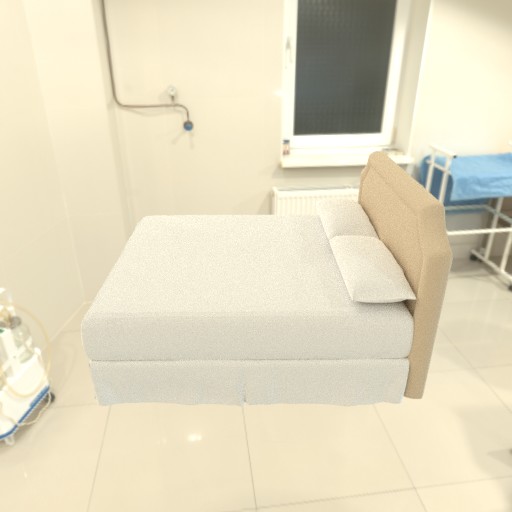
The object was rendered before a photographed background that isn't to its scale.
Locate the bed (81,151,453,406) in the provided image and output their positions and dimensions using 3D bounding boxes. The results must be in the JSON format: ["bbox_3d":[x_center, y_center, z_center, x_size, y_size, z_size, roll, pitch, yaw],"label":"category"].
[{"bbox_3d":[0.000,0.000,3.975,2.548,1.524,2.134,0,26,-1],"label":"bed"}]
